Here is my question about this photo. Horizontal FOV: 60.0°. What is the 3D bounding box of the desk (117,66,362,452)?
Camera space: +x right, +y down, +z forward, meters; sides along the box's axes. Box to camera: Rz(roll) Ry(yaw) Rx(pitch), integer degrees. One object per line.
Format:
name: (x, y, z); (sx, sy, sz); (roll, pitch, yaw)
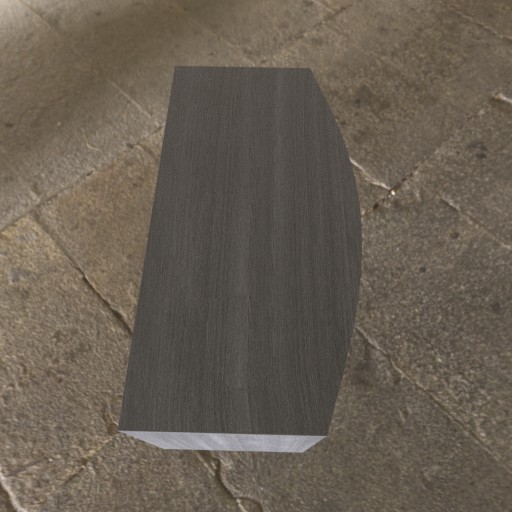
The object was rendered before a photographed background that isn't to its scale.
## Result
desk: (0.000, 0.000, 2.039); (0.802, 0.750, 1.600); (1, 63, 1)
